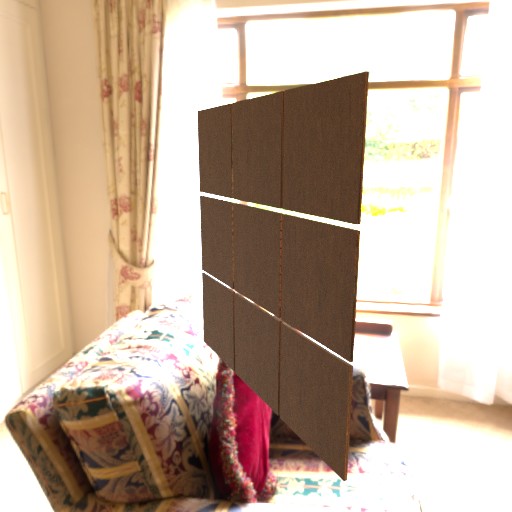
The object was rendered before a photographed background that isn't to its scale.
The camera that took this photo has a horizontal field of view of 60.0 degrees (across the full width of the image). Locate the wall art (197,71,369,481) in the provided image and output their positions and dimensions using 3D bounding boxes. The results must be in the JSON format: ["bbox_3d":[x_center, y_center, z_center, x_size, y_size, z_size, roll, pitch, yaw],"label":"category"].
[{"bbox_3d":[0.000,0.000,1.789,0.013,1.213,1.215,-7,15,-27],"label":"wall art"}]
